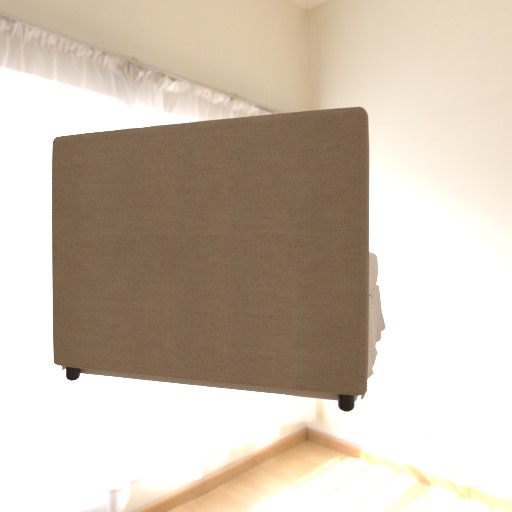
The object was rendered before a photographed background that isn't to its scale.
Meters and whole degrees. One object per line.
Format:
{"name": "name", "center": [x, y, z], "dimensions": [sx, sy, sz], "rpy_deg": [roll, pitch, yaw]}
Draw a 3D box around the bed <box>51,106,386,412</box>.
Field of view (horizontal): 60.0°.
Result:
{"name": "bed", "center": [0.000, 0.000, 3.138], "dimensions": [1.713, 1.330, 2.162], "rpy_deg": [0, 1, 18]}
